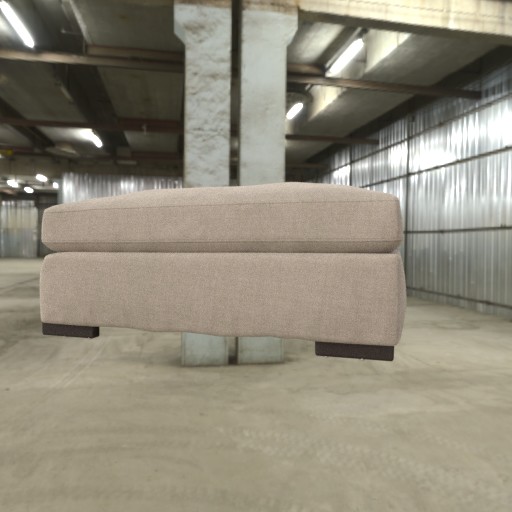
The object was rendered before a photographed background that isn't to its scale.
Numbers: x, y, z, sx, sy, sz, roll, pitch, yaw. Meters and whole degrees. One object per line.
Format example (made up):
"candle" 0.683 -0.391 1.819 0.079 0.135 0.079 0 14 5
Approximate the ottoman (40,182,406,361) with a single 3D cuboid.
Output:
"ottoman" 0.000 0.000 1.838 1.171 0.517 1.203 0 1 18
